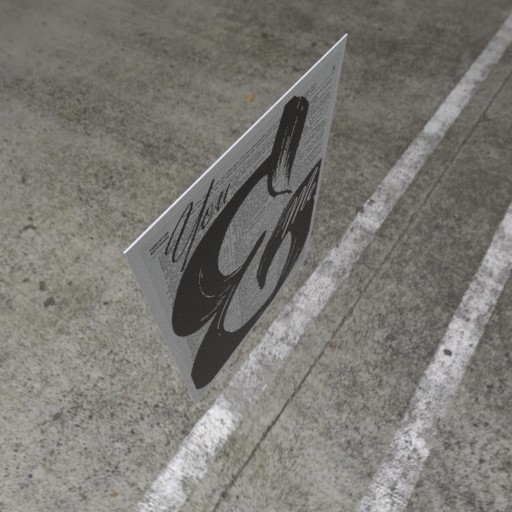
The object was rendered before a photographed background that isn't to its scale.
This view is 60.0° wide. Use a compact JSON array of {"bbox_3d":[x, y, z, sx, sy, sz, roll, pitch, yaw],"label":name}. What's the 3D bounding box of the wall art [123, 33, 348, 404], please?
[{"bbox_3d":[0.000,0.000,0.798,0.003,0.609,0.457,31,63,18],"label":"wall art"}]
